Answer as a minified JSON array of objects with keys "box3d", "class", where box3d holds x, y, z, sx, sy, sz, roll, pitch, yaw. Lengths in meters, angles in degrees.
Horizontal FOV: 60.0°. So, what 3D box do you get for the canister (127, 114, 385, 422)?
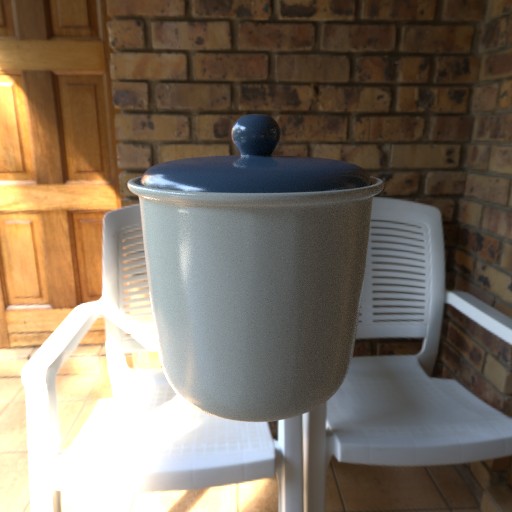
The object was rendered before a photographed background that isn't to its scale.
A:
[{"box3d":[0.000,0.000,0.341,0.182,0.208,0.182,0,15,0],"class":"canister"}]
